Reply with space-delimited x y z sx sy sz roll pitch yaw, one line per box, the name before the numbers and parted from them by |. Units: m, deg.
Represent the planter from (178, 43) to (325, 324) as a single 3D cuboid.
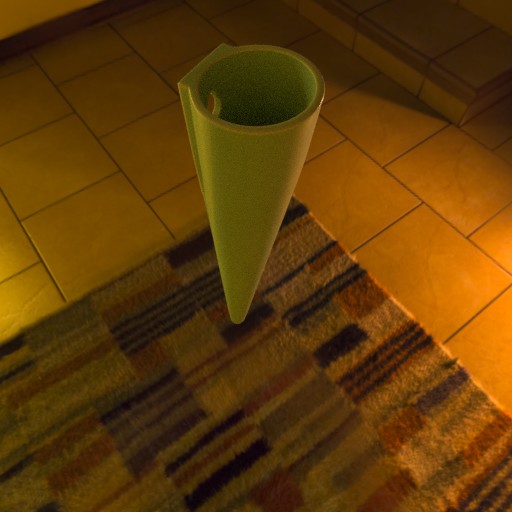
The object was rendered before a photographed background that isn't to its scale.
planter | 0.000 0.000 0.292 0.055 0.268 0.054 29 63 16
